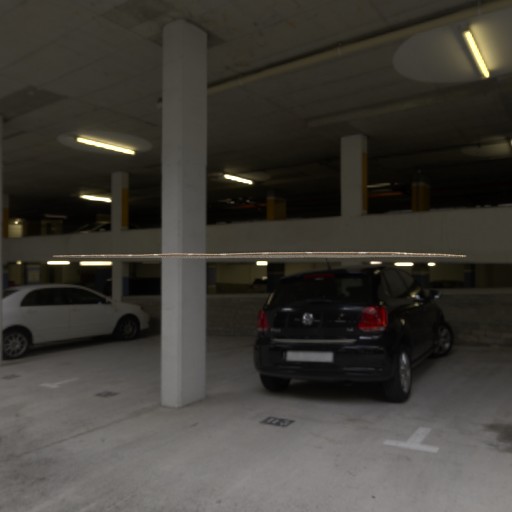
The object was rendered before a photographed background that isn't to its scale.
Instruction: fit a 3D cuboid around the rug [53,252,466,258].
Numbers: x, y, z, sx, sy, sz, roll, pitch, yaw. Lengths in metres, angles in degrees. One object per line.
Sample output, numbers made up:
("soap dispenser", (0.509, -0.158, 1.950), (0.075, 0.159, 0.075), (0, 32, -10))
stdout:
("rug", (0.000, 0.000, 2.230), (1.761, 0.013, 1.152), (0, -1, 35))
